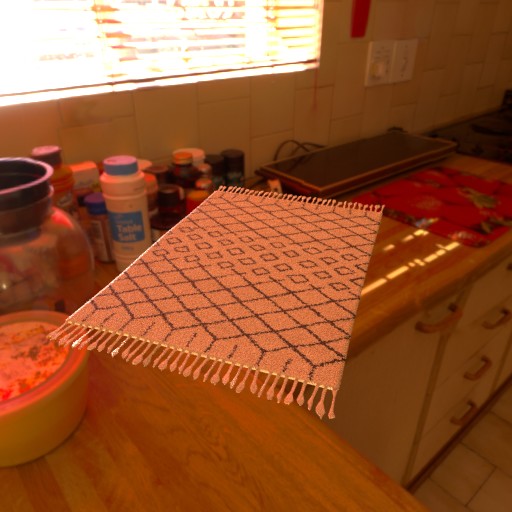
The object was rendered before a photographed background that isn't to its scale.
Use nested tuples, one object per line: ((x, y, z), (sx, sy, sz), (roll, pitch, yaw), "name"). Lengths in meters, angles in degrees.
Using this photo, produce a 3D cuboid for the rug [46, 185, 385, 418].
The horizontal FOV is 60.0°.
((0.000, 0.000, 3.319), (1.664, 0.029, 2.615), (10, 31, 17), "rug")
